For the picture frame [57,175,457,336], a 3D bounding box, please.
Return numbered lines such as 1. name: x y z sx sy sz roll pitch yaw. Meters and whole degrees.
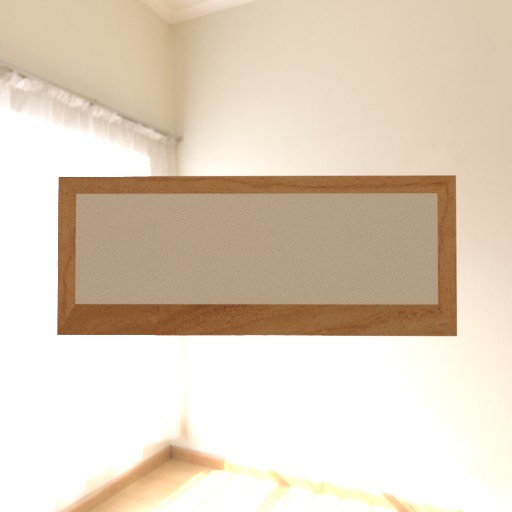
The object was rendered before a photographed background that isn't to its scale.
1. picture frame: 0.000 0.000 0.668 0.582 0.234 0.045 0 -1 1
